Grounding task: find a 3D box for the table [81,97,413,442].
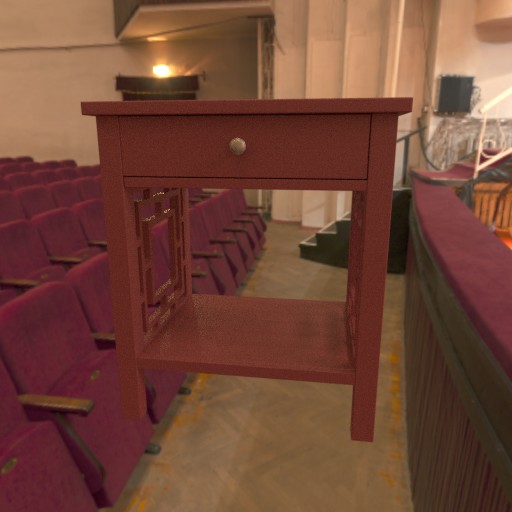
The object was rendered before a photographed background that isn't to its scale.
[{"bbox_3d":[0.000,0.000,1.079,0.599,0.686,0.451,2,15,8],"label":"table"}]
